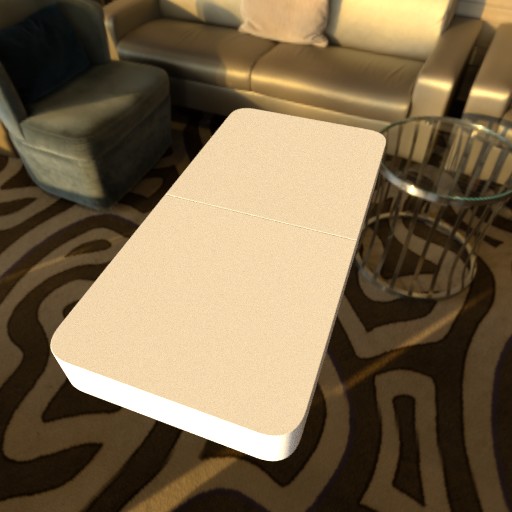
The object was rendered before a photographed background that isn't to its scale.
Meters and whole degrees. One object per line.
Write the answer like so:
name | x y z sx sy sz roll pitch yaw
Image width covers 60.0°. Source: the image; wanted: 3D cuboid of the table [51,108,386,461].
table | 0.000 0.000 1.432 0.600 0.340 1.200 15 48 14
